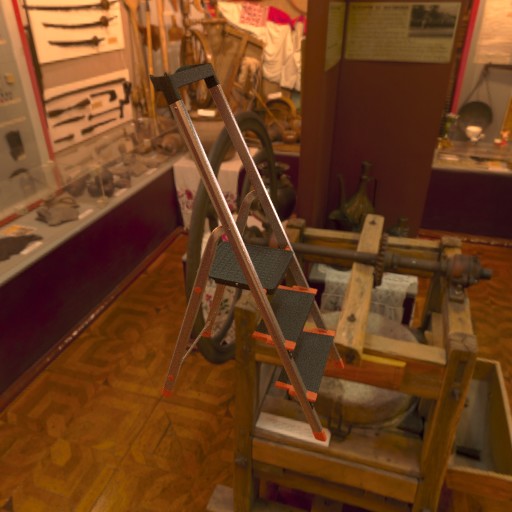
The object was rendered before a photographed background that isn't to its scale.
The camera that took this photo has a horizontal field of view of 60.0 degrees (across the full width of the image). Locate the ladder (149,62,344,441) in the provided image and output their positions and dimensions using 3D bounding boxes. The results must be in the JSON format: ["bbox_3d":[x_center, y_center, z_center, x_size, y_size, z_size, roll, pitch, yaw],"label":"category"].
[{"bbox_3d":[0.000,0.000,1.585,0.686,1.229,0.416,10,32,16],"label":"ladder"}]
